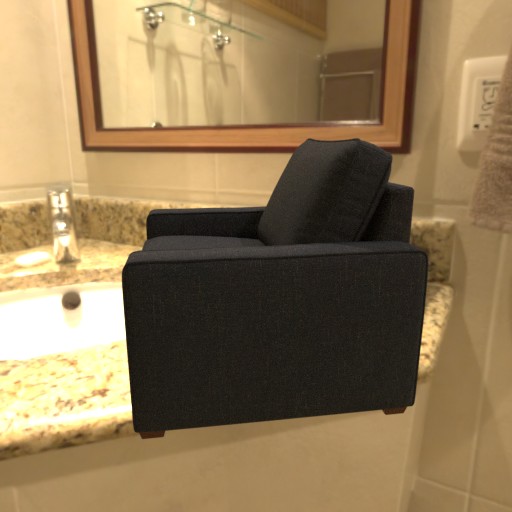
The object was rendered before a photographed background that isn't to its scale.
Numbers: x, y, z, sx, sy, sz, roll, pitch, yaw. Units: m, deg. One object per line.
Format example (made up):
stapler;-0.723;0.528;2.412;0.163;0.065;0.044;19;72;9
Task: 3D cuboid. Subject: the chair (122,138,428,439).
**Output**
chair;0.000;0.000;1.784;0.940;0.919;1.017;-2;15;-9
